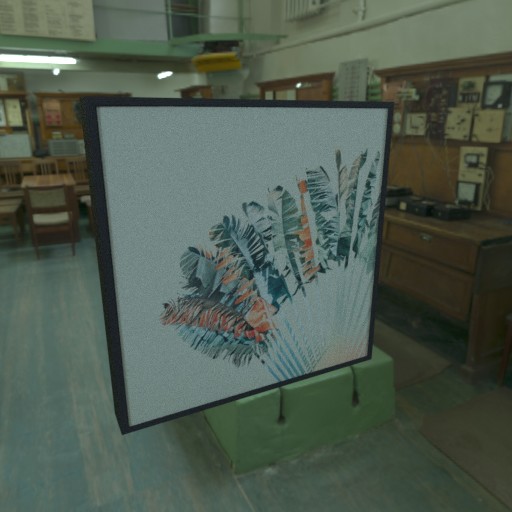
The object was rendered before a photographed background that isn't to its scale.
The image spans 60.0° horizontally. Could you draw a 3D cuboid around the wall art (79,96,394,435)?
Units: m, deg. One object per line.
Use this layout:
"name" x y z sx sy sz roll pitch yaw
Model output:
"wall art" 0.000 0.000 0.453 0.302 0.300 0.036 -9 19 -26
